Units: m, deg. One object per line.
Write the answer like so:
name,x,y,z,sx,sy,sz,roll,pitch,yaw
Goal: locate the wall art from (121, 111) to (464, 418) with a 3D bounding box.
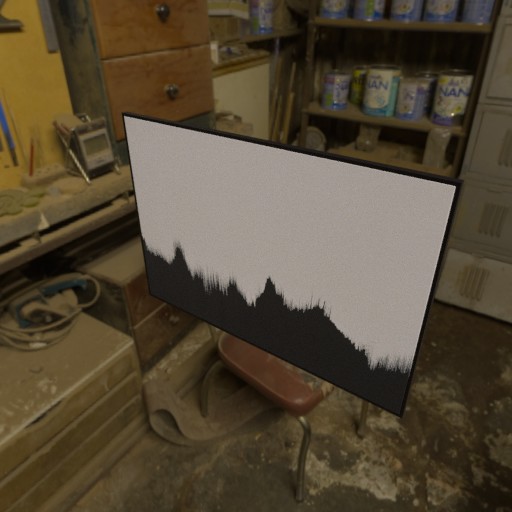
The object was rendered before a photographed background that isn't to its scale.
wall art,0.000,0.000,1.243,0.957,0.660,0.019,20,36,30
